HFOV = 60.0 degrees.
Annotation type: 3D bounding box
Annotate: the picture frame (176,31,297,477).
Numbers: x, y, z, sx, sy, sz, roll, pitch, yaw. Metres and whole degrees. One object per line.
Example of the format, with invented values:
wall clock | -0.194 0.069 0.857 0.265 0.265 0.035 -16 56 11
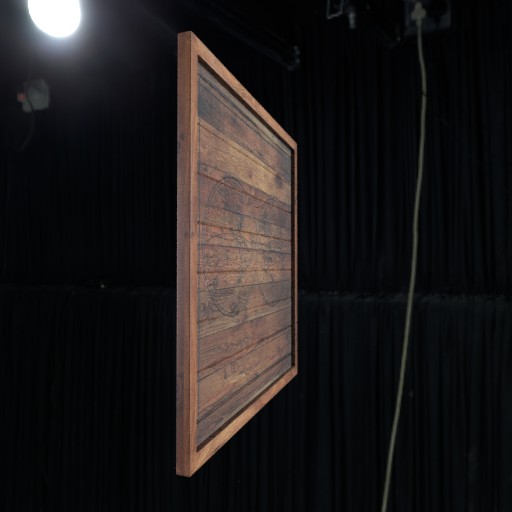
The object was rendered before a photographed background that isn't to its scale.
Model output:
picture frame | 0.000 0.000 1.196 0.029 0.817 0.810 0 -1 19
